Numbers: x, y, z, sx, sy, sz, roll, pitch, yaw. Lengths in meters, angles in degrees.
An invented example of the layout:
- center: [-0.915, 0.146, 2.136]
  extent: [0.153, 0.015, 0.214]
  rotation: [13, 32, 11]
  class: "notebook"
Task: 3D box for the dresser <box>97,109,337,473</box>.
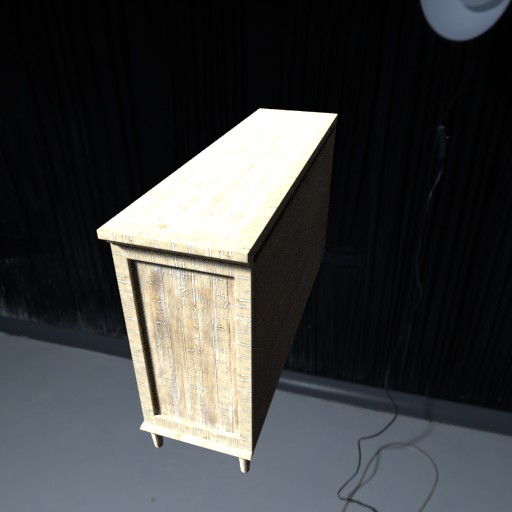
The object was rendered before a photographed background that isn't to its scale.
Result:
- center: [0.000, 0.000, 2.146]
  extent: [0.457, 1.016, 1.626]
  rotation: [9, 32, 15]
  class: "dresser"
